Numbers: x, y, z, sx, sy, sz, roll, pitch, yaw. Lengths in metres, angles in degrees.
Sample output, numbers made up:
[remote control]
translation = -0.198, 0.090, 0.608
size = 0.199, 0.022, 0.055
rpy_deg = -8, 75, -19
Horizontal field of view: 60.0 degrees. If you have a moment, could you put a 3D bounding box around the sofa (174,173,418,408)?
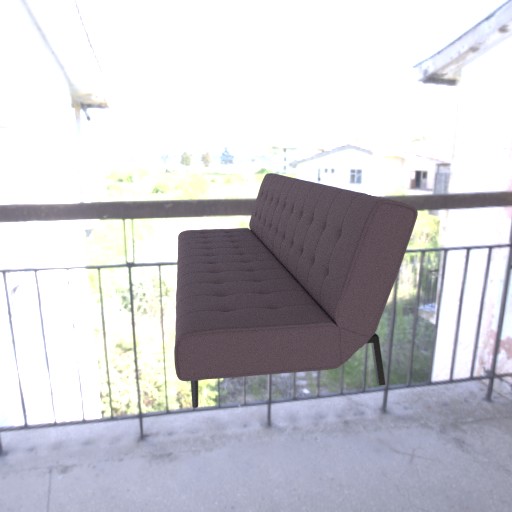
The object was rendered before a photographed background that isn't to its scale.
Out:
[sofa]
translation = 0.000, 0.000, 2.094
size = 0.747, 0.699, 1.703
rpy_deg = -2, 13, -9
